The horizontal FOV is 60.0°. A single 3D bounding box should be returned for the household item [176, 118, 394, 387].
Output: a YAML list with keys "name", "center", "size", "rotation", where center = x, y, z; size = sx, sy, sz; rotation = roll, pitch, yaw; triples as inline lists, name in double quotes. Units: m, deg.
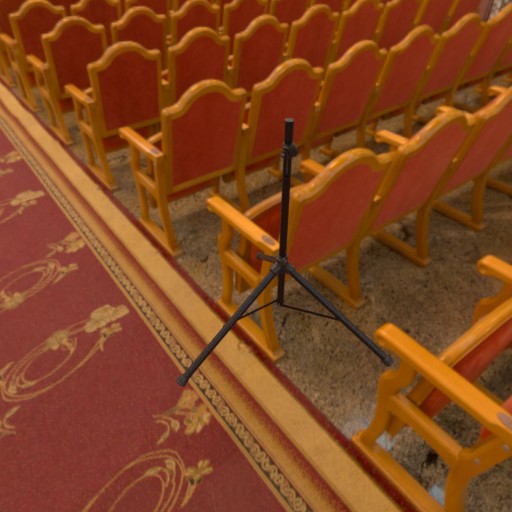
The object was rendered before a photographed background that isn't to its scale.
- name: "household item"
  center: [0.000, 0.000, 1.904]
  size: [0.907, 1.136, 1.045]
  rotation: [-25, 47, -27]
